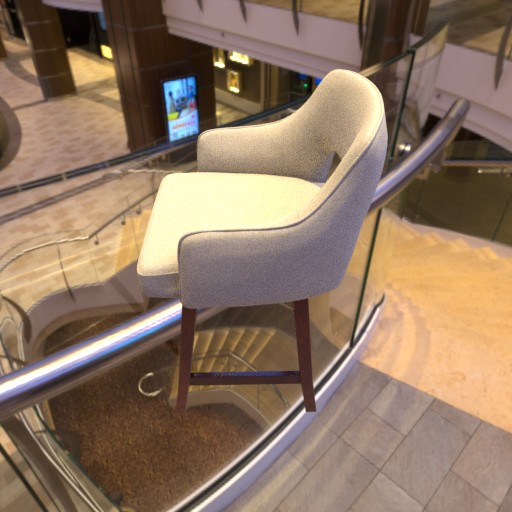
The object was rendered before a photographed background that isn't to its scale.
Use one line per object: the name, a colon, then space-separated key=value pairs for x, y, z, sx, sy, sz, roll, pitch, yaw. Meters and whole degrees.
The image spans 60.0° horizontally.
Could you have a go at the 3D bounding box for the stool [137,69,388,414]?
stool: x=0.000 y=0.000 z=1.263 sx=0.560 sy=0.936 sz=0.550 roll=-1 pitch=39 yaw=-1
